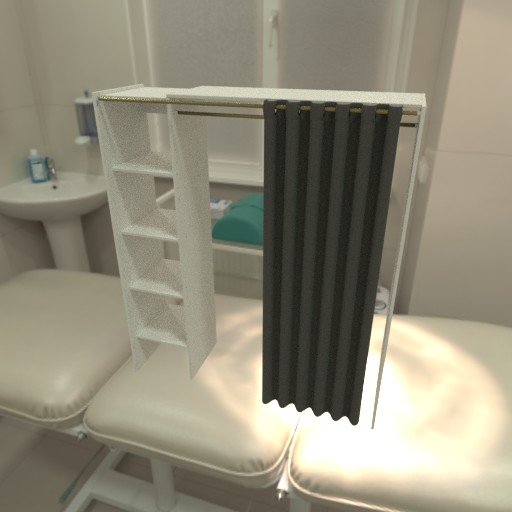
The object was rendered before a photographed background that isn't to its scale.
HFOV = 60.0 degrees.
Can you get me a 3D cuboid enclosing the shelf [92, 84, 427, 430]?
[{"bbox_3d":[0.000,0.000,2.607,1.600,1.810,0.500,8,28,16],"label":"shelf"}]
